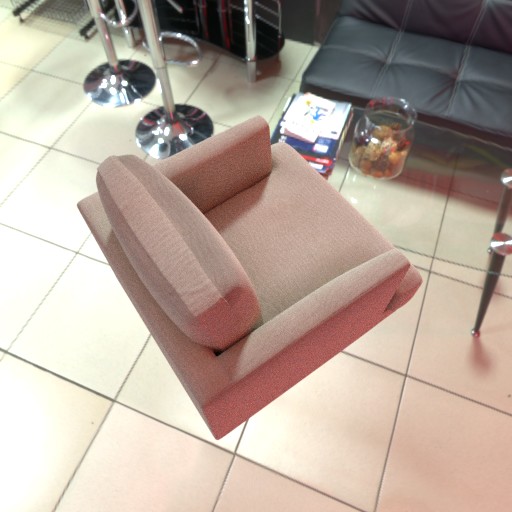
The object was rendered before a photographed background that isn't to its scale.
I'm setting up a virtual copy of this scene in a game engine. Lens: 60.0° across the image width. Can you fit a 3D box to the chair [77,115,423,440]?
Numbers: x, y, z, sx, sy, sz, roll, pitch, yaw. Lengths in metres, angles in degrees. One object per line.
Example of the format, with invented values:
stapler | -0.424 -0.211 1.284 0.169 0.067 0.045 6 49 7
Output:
chair | 0.000 0.000 1.611 0.899 0.957 0.858 -31 63 -17
